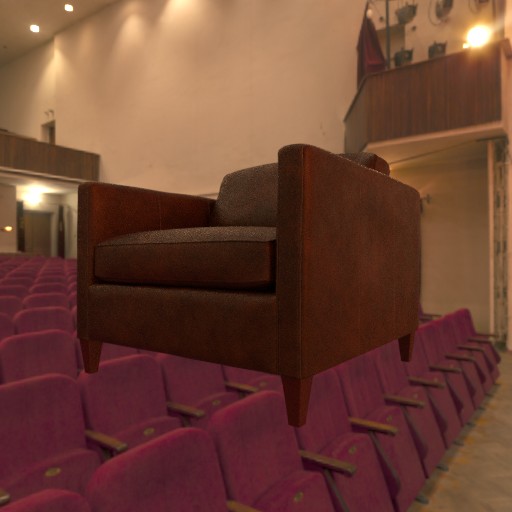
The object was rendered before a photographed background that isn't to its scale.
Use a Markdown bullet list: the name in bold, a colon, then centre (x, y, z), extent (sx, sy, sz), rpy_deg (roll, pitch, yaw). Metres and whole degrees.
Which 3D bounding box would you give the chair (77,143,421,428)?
- **chair**: centre (0.000, 0.000, 1.732), extent (0.990, 0.864, 0.975), rpy_deg (0, -1, 36)
